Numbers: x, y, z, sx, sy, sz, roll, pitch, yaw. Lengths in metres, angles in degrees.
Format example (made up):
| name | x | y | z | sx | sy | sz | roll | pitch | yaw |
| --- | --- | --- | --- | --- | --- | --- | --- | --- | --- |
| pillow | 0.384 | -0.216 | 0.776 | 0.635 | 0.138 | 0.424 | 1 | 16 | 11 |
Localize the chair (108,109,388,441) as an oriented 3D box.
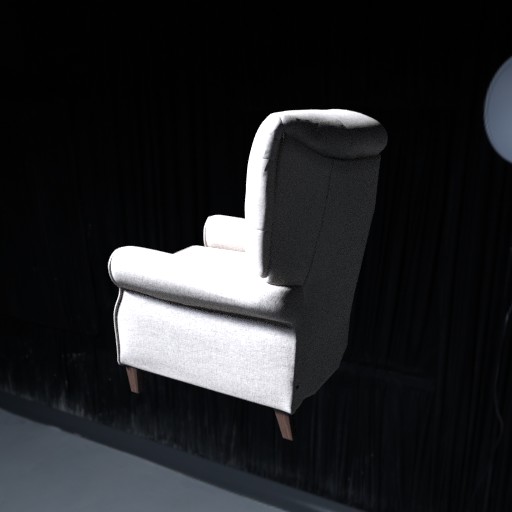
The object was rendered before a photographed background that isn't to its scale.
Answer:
| name | x | y | z | sx | sy | sz | roll | pitch | yaw |
| --- | --- | --- | --- | --- | --- | --- | --- | --- | --- |
| chair | 0.000 | 0.000 | 1.939 | 1.025 | 1.209 | 0.942 | 8 | 18 | 25 |
